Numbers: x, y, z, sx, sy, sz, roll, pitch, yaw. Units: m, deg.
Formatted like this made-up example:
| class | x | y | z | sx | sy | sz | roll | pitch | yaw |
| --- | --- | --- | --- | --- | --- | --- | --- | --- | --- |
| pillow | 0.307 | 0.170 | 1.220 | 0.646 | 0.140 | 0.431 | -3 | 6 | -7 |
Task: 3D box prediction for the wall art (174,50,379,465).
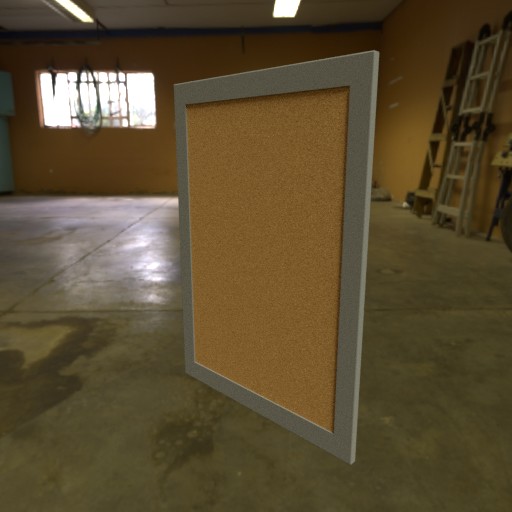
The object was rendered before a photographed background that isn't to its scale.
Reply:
| class | x | y | z | sx | sy | sz | roll | pitch | yaw |
| --- | --- | --- | --- | --- | --- | --- | --- | --- | --- |
| wall art | 0.000 | 0.000 | 0.679 | 0.374 | 0.529 | 0.012 | 13 | 18 | 43 |
